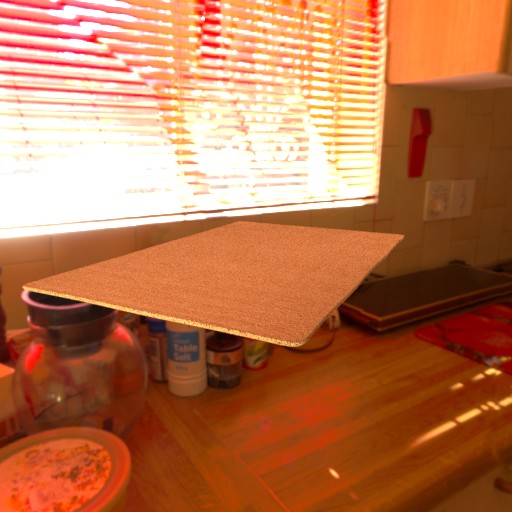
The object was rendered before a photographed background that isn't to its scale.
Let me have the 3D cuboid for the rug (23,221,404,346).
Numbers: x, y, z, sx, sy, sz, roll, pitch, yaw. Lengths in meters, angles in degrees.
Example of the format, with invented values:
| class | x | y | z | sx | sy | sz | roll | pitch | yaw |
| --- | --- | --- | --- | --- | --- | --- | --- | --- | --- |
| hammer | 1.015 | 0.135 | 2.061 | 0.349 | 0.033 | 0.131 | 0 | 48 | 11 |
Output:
| class | x | y | z | sx | sy | sz | roll | pitch | yaw |
| --- | --- | --- | --- | --- | --- | --- | --- | --- | --- |
| rug | 0.000 | 0.000 | 3.430 | 1.801 | 0.024 | 2.700 | 7 | 15 | 26 |
